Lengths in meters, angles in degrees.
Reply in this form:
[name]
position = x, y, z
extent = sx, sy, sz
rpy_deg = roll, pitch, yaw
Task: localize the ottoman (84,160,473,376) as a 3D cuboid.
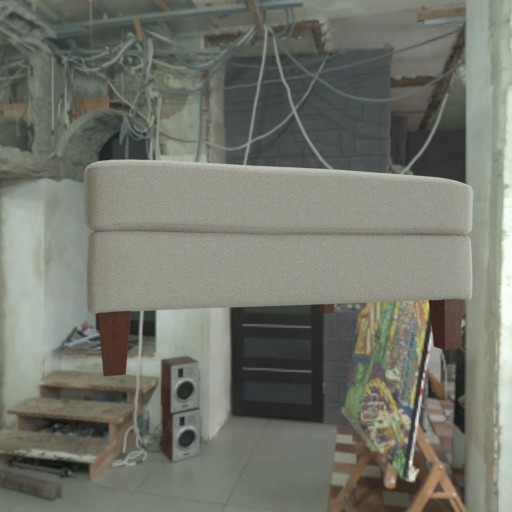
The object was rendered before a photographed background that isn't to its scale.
[ottoman]
position = 0.000, 0.000, 1.416
extent = 0.976, 0.492, 0.836
rpy_deg = 0, 1, -17
